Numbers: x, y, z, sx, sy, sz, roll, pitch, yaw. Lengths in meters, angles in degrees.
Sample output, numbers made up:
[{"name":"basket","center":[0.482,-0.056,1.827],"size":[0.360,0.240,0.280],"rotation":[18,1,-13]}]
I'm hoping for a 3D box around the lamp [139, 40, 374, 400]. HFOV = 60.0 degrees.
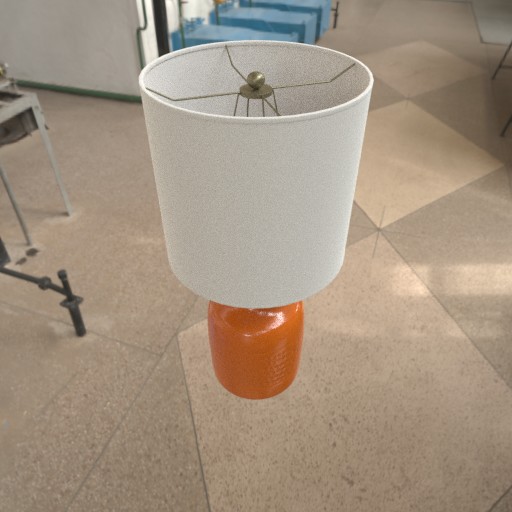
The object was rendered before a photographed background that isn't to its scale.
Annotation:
[{"name":"lamp","center":[0.000,0.000,1.082],"size":[0.418,0.871,0.418],"rotation":[13,42,15]}]
